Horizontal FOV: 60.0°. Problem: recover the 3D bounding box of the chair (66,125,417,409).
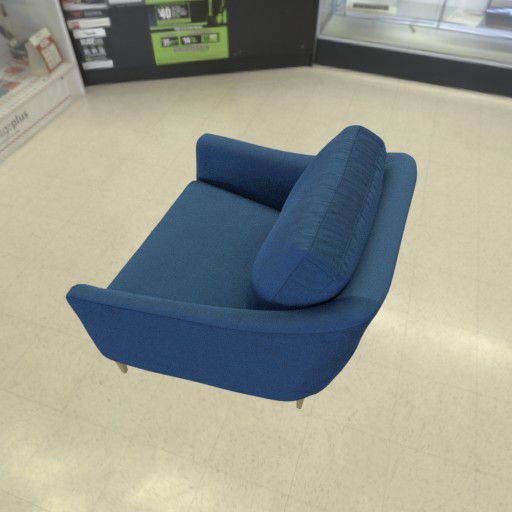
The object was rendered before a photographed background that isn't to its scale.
[{"bbox_3d":[0.000,0.000,1.687,0.961,0.899,0.987,16,50,14],"label":"chair"}]
